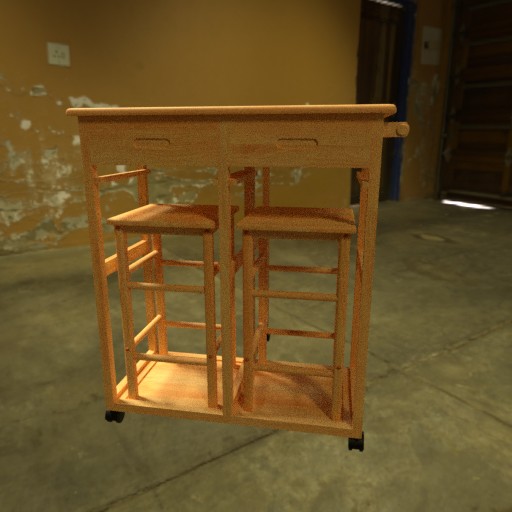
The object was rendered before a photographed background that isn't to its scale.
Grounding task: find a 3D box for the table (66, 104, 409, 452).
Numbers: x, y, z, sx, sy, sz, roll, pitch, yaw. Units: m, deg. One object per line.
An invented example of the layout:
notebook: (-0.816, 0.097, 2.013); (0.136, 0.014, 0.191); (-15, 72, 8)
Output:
table: (0.000, 0.000, 1.367); (0.752, 0.832, 0.693); (3, 15, 10)
